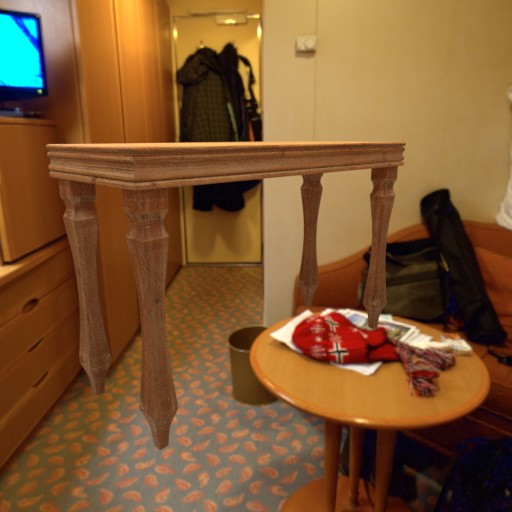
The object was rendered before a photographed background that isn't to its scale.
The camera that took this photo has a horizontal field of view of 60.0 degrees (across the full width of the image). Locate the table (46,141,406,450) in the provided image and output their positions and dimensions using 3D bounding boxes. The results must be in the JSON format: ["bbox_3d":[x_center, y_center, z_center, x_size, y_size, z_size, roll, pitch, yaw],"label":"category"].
[{"bbox_3d":[0.000,0.000,1.768,0.522,0.873,1.330,15,21,43],"label":"table"}]
